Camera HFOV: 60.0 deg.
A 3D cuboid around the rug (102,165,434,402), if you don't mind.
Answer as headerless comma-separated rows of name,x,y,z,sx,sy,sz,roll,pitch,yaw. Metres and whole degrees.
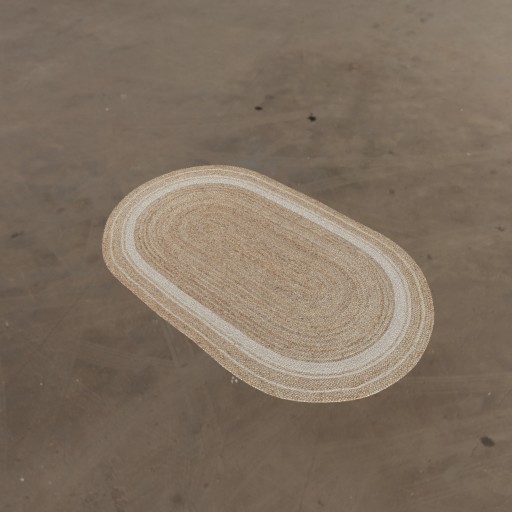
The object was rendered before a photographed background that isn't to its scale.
rug,0.000,0.000,3.036,2.432,0.006,1.520,32,54,27
